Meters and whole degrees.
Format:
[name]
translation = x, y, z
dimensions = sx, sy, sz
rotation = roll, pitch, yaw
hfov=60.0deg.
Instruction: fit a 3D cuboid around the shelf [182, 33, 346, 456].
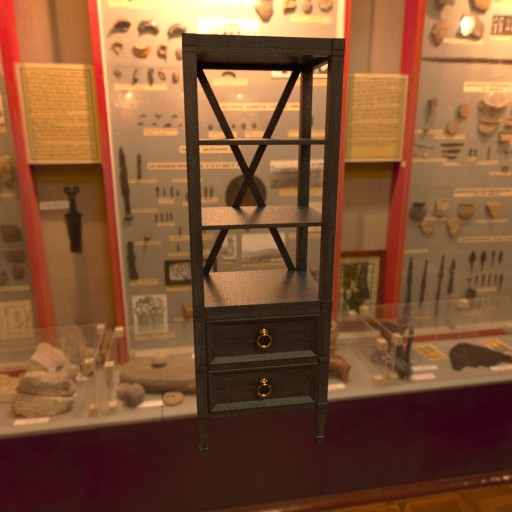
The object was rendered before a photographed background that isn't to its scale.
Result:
[shelf]
translation = 0.000, 0.000, 2.000
dimensions = 0.584, 1.727, 0.472
rotation = -2, 16, -9
